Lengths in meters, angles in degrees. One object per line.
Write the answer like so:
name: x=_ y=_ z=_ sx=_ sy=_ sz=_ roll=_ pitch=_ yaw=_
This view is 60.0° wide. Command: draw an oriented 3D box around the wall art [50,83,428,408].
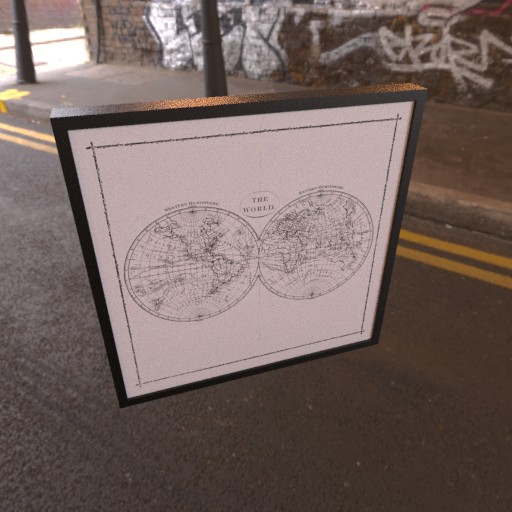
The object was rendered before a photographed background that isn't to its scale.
wall art: x=0.000 y=0.000 z=0.463 sx=0.327 sy=0.318 sz=0.029 roll=-10 pitch=33 yaw=-15
